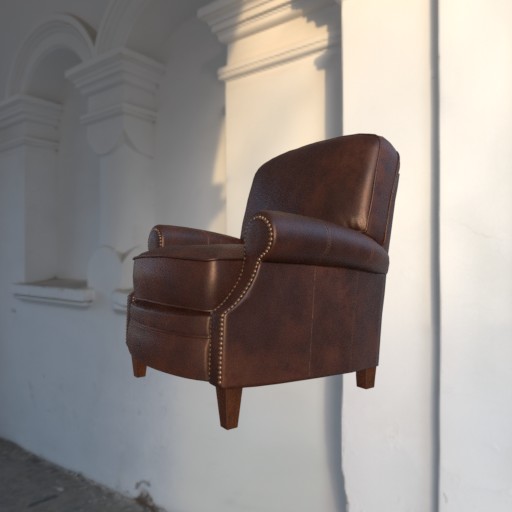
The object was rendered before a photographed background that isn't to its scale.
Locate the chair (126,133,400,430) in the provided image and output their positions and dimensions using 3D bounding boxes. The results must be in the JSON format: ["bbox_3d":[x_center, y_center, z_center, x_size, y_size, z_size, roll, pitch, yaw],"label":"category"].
[{"bbox_3d":[0.000,0.000,1.812,0.986,1.018,0.936,0,0,-36],"label":"chair"}]
